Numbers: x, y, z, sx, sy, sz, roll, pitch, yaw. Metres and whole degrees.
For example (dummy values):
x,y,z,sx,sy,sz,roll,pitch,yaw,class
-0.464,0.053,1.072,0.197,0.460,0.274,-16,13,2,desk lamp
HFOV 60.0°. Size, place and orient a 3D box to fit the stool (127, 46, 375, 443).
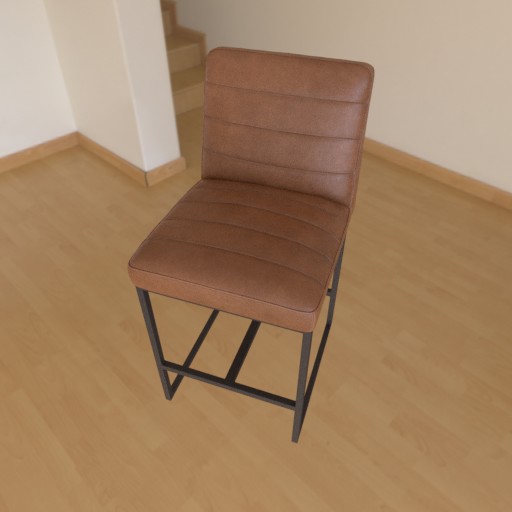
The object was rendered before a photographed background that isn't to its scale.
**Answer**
x,y,z,sx,sy,sz,roll,pitch,yaw,class
0.000,0.000,1.238,0.458,0.940,0.556,13,43,14,stool
